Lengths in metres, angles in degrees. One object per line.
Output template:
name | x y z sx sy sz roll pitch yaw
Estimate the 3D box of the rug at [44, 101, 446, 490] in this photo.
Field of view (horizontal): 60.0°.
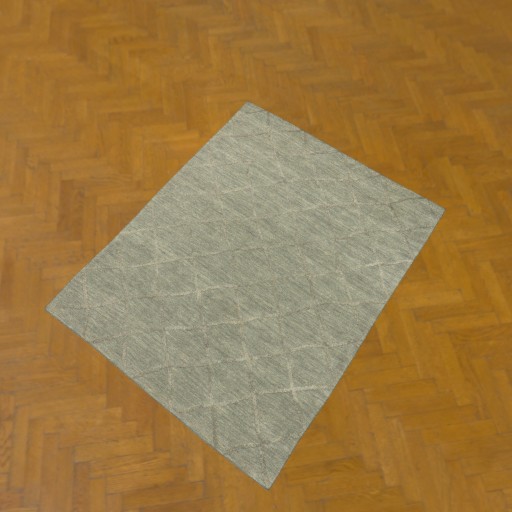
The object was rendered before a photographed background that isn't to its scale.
rug | 0.000 0.000 4.121 2.438 0.013 3.048 33 69 15
